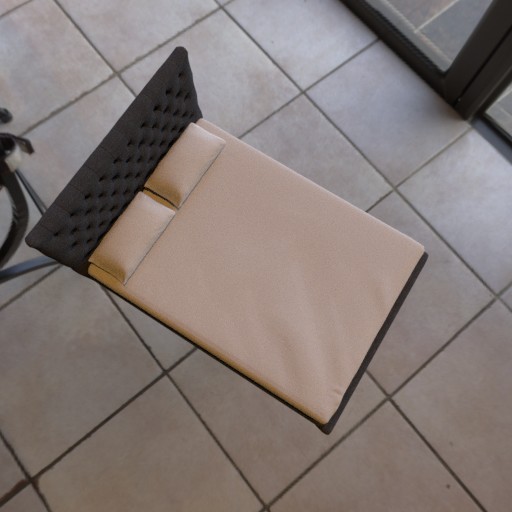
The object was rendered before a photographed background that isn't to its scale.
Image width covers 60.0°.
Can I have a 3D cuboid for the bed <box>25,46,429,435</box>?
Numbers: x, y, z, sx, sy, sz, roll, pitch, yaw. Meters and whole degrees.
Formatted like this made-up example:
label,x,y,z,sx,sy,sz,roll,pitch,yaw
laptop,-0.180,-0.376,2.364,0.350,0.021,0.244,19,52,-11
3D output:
label,x,y,z,sx,sy,sz,roll,pitch,yaw
bed,0.000,0.000,3.420,2.387,1.427,1.698,32,78,7
